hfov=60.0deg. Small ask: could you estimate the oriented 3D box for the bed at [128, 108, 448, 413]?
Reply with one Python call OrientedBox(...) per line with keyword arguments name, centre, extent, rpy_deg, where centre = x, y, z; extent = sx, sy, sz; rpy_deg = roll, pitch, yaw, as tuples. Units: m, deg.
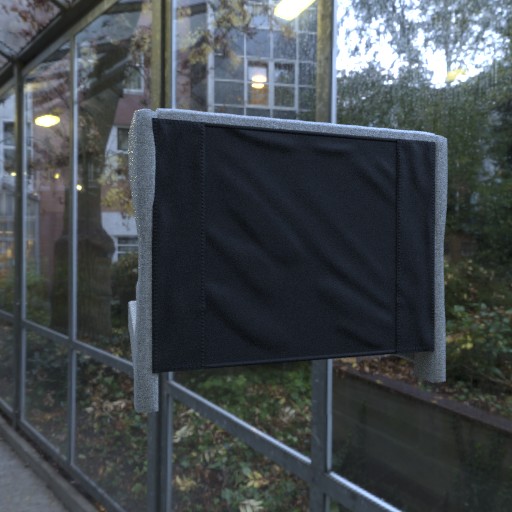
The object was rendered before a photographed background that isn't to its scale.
OrientedBox(name="bed", centre=(0.000, 0.000, 3.957), extent=(2.219, 1.771, 2.347), rpy_deg=(0, 1, -17))
